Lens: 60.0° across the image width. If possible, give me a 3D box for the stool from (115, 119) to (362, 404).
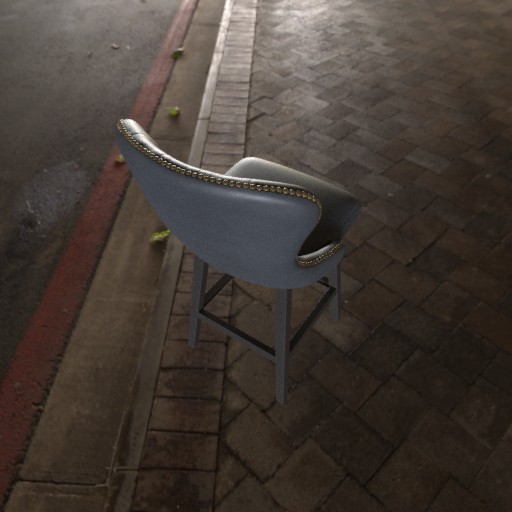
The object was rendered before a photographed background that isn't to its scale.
[{"bbox_3d":[0.000,0.000,1.349,0.528,0.971,0.593,26,51,23],"label":"stool"}]
